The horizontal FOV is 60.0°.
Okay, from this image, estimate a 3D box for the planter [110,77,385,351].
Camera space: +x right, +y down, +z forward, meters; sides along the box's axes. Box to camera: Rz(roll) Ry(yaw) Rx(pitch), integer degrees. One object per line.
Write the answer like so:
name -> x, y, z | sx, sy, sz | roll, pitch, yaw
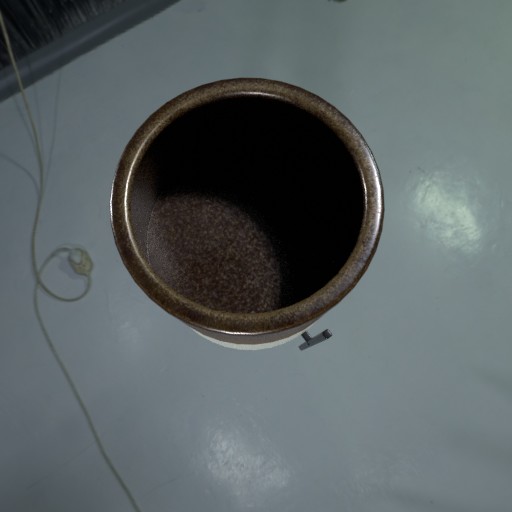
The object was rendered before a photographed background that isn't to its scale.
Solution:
planter -> 0.000, 0.000, 0.572 | 0.255, 0.375, 0.269 | -37, 78, -9
